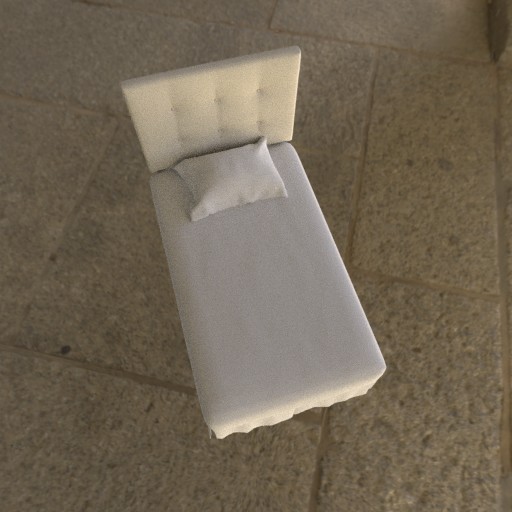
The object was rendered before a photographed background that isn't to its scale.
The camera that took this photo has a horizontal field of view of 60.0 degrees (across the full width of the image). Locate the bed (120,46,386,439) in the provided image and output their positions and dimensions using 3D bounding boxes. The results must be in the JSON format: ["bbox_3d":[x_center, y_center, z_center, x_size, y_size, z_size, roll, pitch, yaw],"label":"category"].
[{"bbox_3d":[0.000,0.000,3.003,1.261,1.571,1.997,-15,65,-7],"label":"bed"}]
